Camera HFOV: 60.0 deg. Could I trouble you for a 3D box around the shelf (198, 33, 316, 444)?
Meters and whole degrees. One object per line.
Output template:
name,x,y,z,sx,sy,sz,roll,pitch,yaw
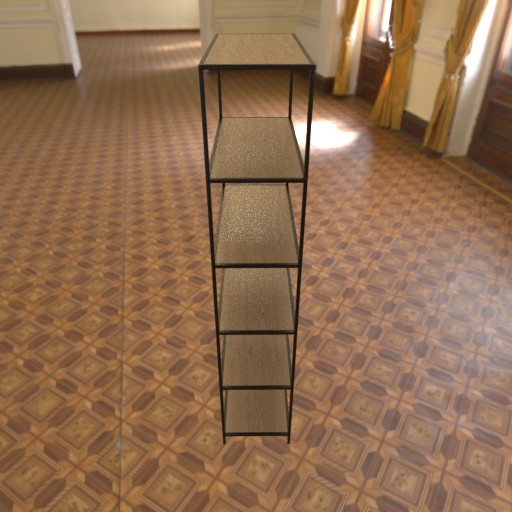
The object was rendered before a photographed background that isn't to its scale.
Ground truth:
shelf,0.000,0.000,2.144,0.350,1.850,0.770,0,33,0
